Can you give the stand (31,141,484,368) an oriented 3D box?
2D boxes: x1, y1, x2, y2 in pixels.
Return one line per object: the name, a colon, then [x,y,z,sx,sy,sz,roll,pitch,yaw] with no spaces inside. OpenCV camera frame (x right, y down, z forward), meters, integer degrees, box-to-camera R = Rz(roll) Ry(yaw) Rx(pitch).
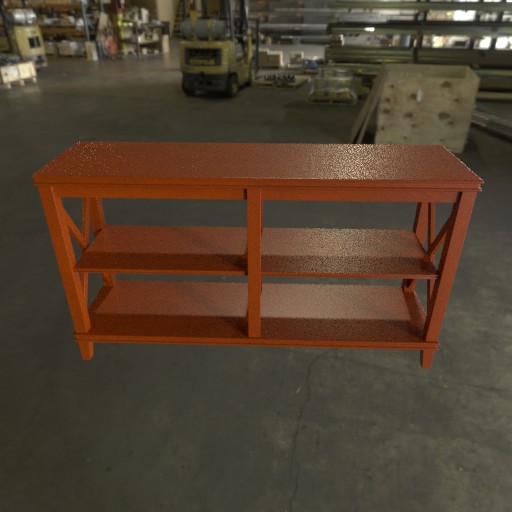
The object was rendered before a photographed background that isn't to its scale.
stand: [0.000,0.000,1.692,1.372,0.762,0.381,1,30,2]
